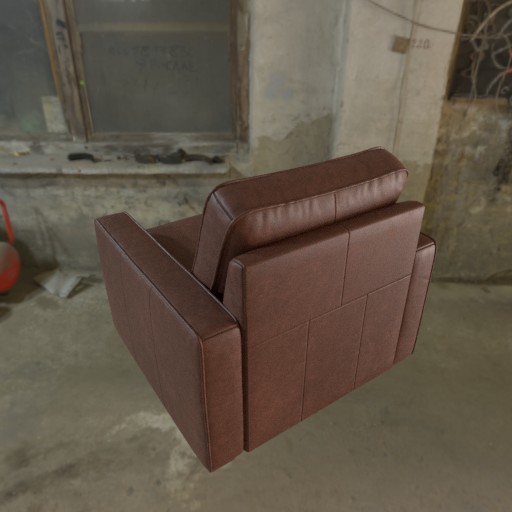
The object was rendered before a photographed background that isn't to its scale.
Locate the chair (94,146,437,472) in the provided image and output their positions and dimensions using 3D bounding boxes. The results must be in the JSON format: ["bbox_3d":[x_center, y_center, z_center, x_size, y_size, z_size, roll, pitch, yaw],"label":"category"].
[{"bbox_3d":[0.000,0.000,1.760,1.017,0.919,0.940,-19,35,-29],"label":"chair"}]
